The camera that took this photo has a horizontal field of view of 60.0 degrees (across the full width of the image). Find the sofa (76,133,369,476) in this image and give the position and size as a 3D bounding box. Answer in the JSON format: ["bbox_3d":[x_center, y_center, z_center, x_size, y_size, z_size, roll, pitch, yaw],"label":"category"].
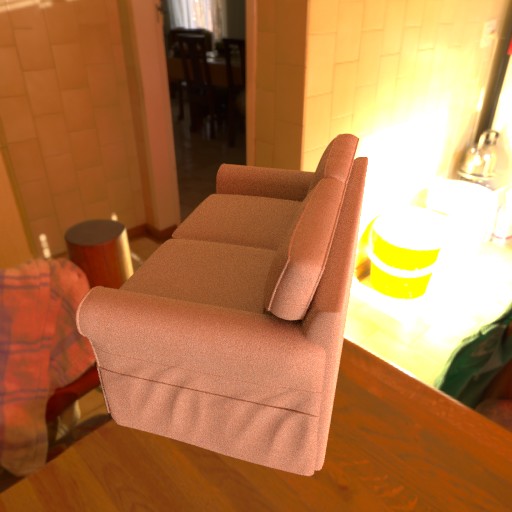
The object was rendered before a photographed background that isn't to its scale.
[{"bbox_3d":[0.000,0.000,2.306,0.991,0.940,1.727,8,31,13],"label":"sofa"}]
